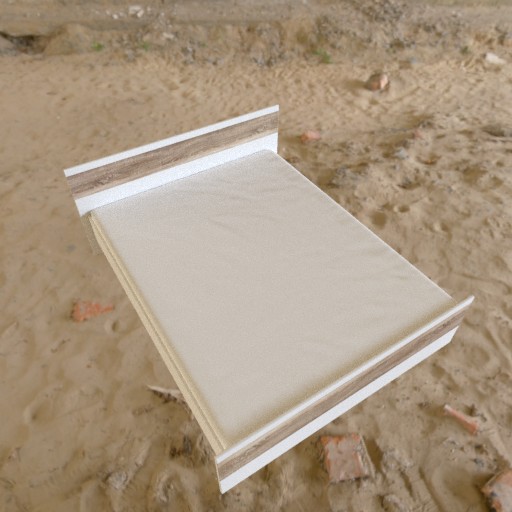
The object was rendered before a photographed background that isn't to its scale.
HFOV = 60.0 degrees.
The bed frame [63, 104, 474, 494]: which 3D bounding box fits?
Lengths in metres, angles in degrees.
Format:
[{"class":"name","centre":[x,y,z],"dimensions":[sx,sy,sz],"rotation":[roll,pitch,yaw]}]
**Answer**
[{"class":"bed frame","centre":[0.000,0.000,2.930],"dimensions":[1.720,0.800,2.060],"rotation":[-24,50,-22]}]
